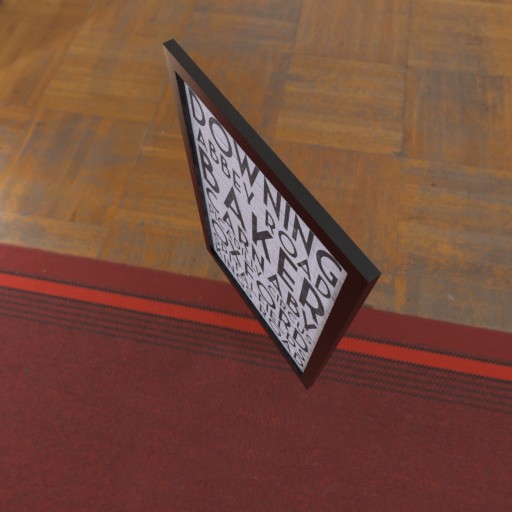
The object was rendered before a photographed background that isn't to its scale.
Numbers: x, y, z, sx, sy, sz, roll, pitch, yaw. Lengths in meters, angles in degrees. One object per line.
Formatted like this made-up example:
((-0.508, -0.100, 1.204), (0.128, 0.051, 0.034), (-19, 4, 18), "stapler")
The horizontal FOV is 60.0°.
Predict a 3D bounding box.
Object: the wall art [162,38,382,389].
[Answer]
((0.000, 0.000, 0.567), (0.013, 0.432, 0.304), (-31, 68, -15), "wall art")
